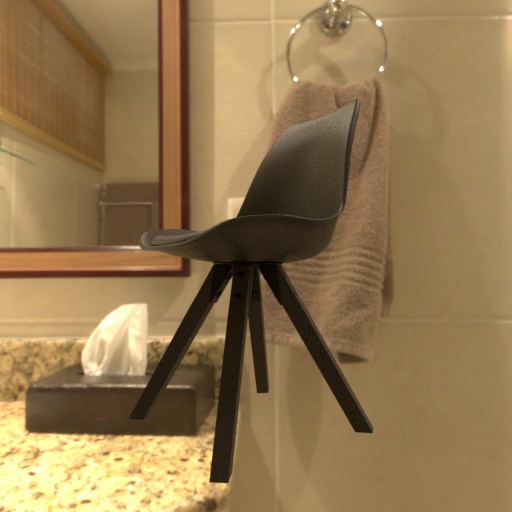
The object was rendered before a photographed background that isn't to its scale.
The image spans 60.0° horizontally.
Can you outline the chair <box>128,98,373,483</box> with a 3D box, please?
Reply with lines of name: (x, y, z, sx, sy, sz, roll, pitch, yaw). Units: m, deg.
chair: (0.000, 0.000, 1.134, 0.550, 0.850, 0.485, 1, -1, -36)
